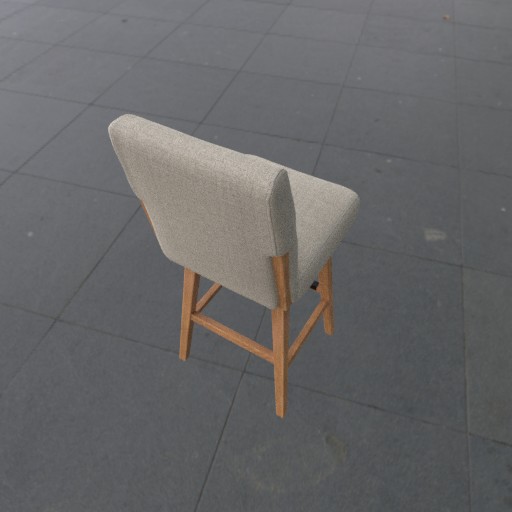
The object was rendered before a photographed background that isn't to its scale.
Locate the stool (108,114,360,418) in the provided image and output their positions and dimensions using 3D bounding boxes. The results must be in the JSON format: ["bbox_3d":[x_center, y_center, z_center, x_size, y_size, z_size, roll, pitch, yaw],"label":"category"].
[{"bbox_3d":[0.000,0.000,1.431,0.483,1.106,0.569,24,51,21],"label":"stool"}]
